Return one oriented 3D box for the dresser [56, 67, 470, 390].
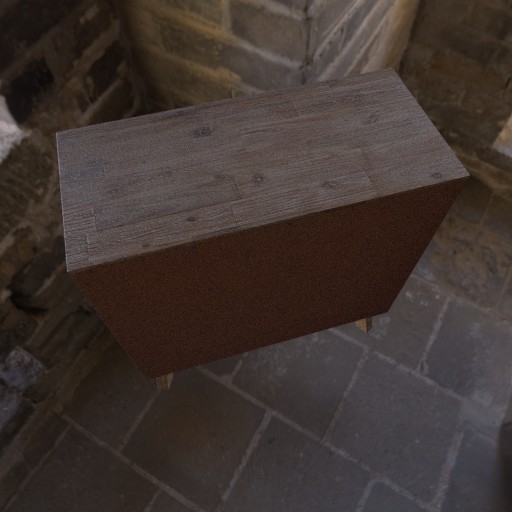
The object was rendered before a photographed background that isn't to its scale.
[{"bbox_3d":[0.000,0.000,1.600,0.998,1.029,0.455,-14,59,-8],"label":"dresser"}]
